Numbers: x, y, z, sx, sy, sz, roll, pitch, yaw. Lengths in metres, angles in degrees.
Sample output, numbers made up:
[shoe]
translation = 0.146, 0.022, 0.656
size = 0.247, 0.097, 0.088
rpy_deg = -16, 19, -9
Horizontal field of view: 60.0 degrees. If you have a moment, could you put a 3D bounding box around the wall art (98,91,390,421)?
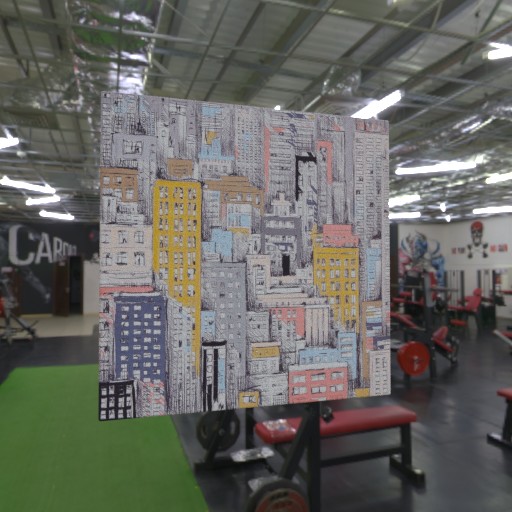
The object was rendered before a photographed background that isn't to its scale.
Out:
[wall art]
translation = 0.000, 0.000, 1.145
size = 0.761, 0.762, 0.048
rpy_deg = 0, -1, -16
